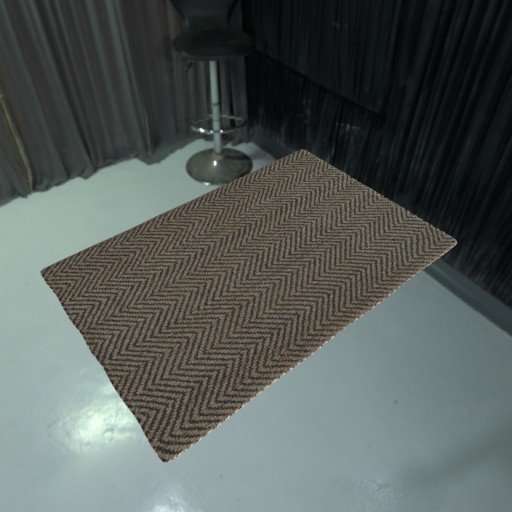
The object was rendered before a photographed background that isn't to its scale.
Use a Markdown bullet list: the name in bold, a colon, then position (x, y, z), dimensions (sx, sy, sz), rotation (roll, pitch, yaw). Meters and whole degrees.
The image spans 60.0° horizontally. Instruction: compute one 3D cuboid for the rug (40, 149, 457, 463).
- **rug**: position (0.000, 0.000, 2.304), dimensions (1.828, 0.008, 1.219), rotation (-30, 52, -27)
